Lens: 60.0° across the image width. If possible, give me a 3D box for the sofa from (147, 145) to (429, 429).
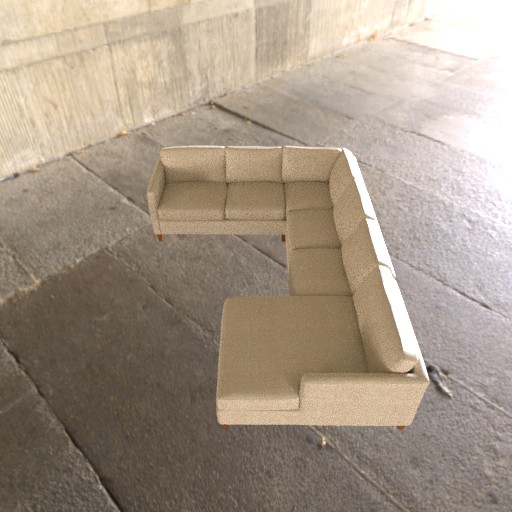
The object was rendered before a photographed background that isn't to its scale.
[{"bbox_3d":[0.000,0.000,4.671,2.594,0.961,3.460,0,41,0],"label":"sofa"}]
